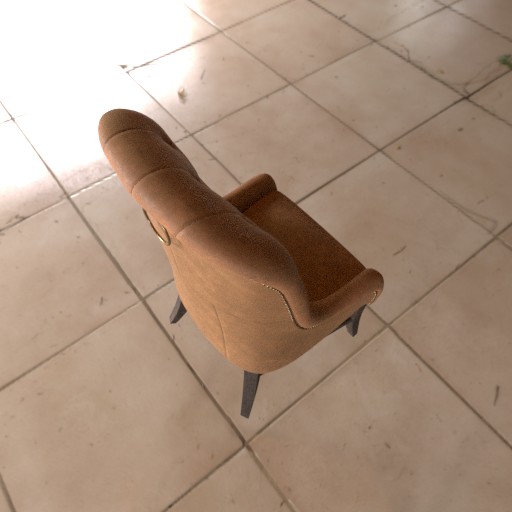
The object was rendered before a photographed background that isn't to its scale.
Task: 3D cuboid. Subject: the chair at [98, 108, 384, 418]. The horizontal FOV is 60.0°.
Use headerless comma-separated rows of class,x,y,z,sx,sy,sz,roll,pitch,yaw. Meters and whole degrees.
chair,0.000,0.000,1.411,0.629,1.091,0.634,-34,63,-20
